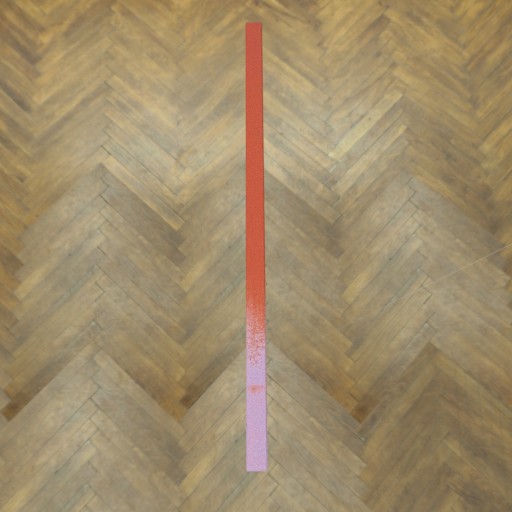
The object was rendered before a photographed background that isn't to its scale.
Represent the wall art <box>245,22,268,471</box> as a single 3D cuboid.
[{"bbox_3d":[0.000,0.000,1.159,0.040,0.609,0.913,0,76,0],"label":"wall art"}]
